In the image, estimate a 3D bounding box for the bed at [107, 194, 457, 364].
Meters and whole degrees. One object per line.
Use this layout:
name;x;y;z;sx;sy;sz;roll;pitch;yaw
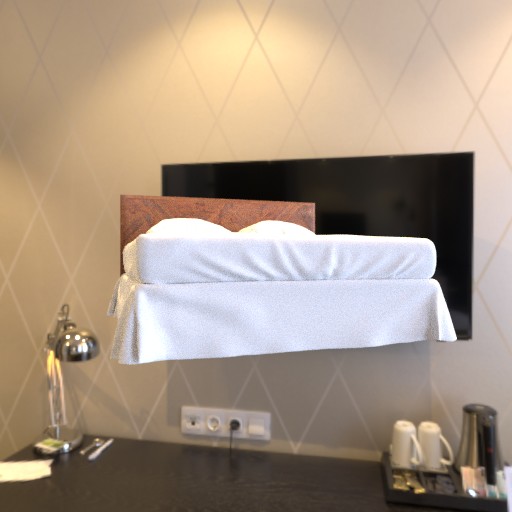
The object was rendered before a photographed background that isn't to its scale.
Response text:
bed;0.000;0.000;3.525;2.255;1.158;2.165;0;0;-18
